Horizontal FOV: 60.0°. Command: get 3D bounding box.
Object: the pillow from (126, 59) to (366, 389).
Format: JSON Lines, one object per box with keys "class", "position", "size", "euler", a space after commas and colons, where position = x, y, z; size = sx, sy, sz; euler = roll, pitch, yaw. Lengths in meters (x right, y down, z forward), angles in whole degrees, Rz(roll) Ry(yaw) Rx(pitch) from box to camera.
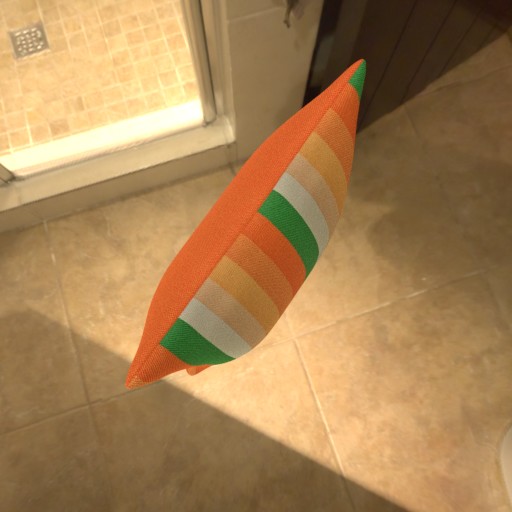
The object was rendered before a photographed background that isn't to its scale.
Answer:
{"class": "pillow", "position": [0.000, 0.000, 0.695], "size": [0.169, 0.444, 0.453], "euler": [34, 79, 8]}
